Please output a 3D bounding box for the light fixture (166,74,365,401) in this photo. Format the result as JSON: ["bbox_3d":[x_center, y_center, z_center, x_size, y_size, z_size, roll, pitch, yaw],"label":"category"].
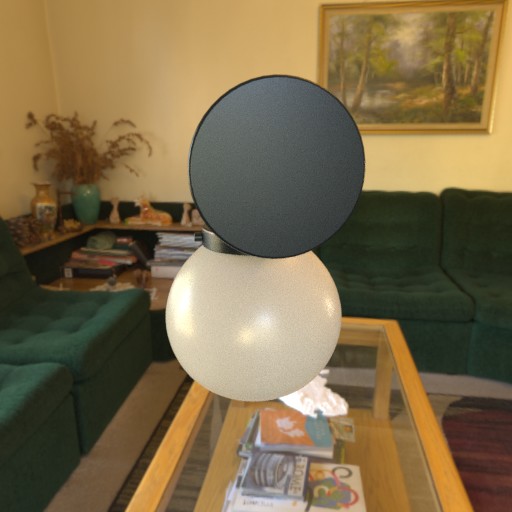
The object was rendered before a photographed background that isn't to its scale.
[{"bbox_3d":[0.000,0.000,0.472,0.197,0.332,0.230,-2,15,-9],"label":"light fixture"}]
